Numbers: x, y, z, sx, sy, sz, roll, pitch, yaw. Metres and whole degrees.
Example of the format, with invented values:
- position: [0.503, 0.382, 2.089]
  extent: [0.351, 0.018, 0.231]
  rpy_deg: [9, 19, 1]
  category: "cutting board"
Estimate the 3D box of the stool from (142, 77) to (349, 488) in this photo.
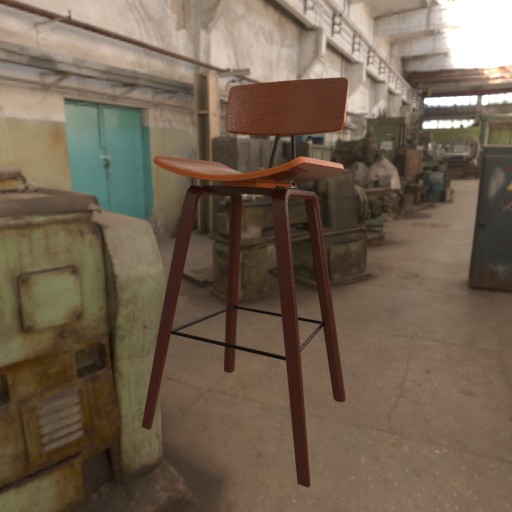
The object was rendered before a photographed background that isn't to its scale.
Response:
- position: [0.000, 0.000, 1.230]
  extent: [0.509, 0.969, 0.440]
  rpy_deg: [7, 15, 27]
  category: "stool"
